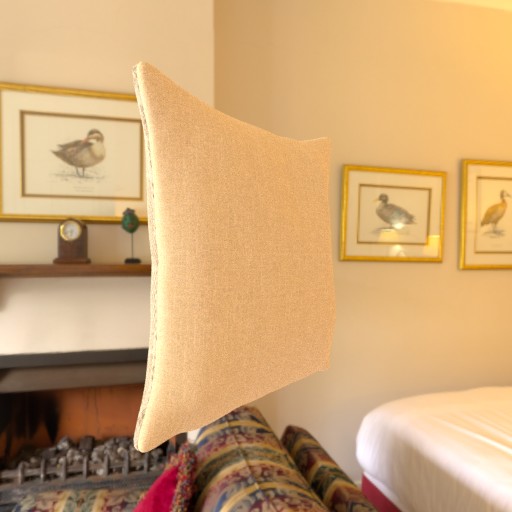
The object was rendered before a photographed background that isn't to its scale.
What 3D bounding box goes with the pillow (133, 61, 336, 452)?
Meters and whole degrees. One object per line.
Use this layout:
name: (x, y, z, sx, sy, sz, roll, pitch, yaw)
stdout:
pillow: (0.000, 0.000, 0.659, 0.138, 0.432, 0.436, 1, 1, 37)
